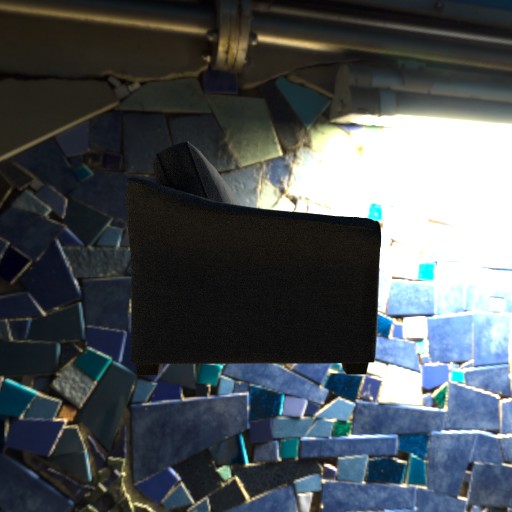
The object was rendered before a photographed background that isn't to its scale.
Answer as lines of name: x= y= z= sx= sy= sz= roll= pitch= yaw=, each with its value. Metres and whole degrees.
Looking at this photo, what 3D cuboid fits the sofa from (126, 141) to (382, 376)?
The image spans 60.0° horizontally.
sofa: x=0.000 y=0.000 z=2.735 sx=0.971 sy=0.950 sz=2.270 roll=0 pitch=0 yaw=0
